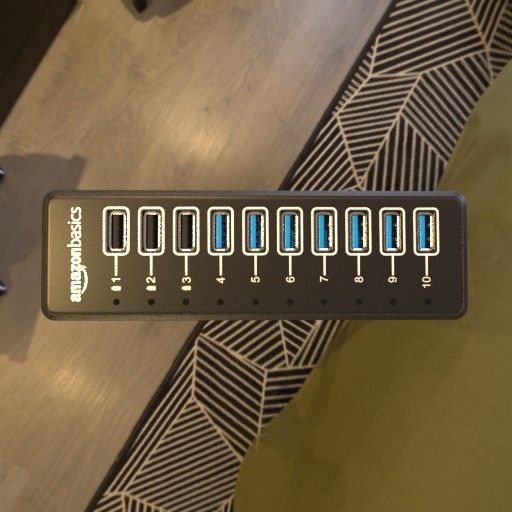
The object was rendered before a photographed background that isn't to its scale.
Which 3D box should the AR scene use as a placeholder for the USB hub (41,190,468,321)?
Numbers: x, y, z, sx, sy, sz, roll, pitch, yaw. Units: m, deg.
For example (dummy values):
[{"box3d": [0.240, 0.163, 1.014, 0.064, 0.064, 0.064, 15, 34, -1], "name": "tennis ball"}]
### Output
[{"box3d": [0.000, 0.000, 0.161, 0.145, 0.023, 0.044, 0, 89, -1], "name": "USB hub"}]
